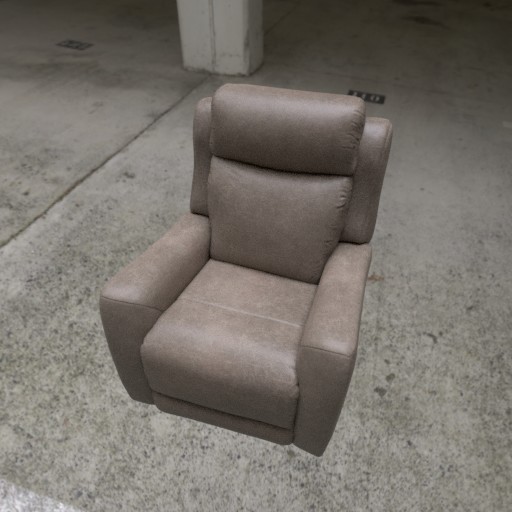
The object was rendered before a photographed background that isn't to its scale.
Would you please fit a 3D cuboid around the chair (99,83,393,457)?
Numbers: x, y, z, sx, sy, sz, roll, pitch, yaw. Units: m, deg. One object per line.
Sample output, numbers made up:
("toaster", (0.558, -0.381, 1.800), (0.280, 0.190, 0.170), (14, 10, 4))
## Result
("chair", (0.000, 0.000, 1.887), (0.967, 1.116, 1.068), (12, 42, 14))
